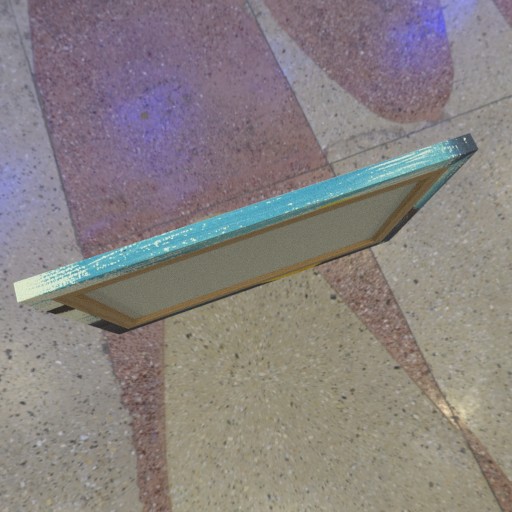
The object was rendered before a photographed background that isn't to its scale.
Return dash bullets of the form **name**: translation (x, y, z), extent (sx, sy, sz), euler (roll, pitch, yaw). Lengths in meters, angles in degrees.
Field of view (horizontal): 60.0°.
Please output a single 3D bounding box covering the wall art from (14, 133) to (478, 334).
- **wall art**: translation (0.000, 0.000, 1.128), extent (0.914, 0.610, 0.039), euler (-19, 75, -5)
